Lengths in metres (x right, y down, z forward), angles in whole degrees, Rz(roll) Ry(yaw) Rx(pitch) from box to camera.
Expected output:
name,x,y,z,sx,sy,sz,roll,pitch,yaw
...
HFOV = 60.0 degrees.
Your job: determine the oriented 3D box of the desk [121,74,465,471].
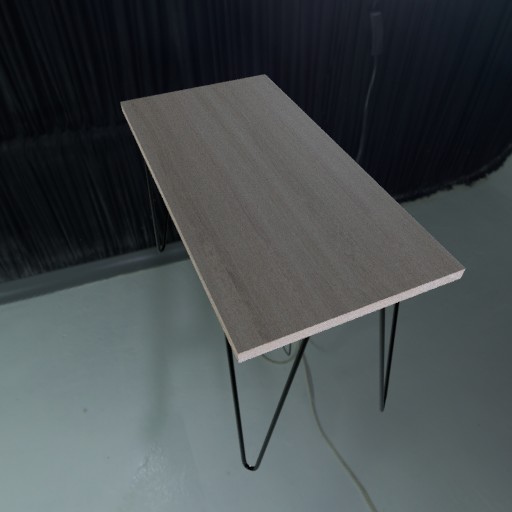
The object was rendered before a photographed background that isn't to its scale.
name,x,y,z,sx,sy,sz,roll,pitch,yaw
desk,0.000,0.000,1.386,0.499,0.660,0.991,-17,49,-16
